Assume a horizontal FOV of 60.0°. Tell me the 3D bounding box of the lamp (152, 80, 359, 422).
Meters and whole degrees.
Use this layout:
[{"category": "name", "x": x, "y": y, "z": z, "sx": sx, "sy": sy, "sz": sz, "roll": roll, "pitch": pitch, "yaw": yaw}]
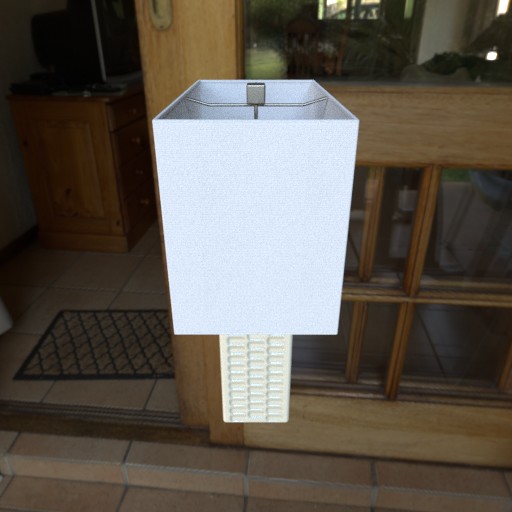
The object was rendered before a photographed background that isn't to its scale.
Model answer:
[{"category": "lamp", "x": 0.000, "y": 0.000, "z": 0.706, "sx": 0.200, "sy": 0.515, "sz": 0.380, "roll": 0, "pitch": 27, "yaw": 0}]
